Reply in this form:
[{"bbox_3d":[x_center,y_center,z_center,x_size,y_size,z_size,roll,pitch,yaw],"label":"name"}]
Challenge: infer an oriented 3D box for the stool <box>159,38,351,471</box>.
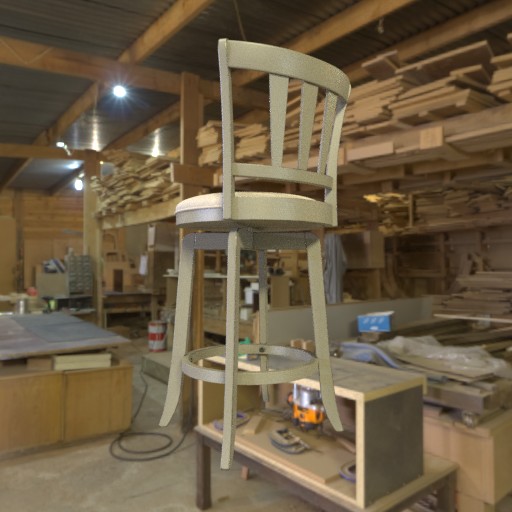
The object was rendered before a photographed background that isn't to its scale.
[{"bbox_3d":[0.000,0.000,1.264,0.450,0.994,0.486,1,-1,-37],"label":"stool"}]
